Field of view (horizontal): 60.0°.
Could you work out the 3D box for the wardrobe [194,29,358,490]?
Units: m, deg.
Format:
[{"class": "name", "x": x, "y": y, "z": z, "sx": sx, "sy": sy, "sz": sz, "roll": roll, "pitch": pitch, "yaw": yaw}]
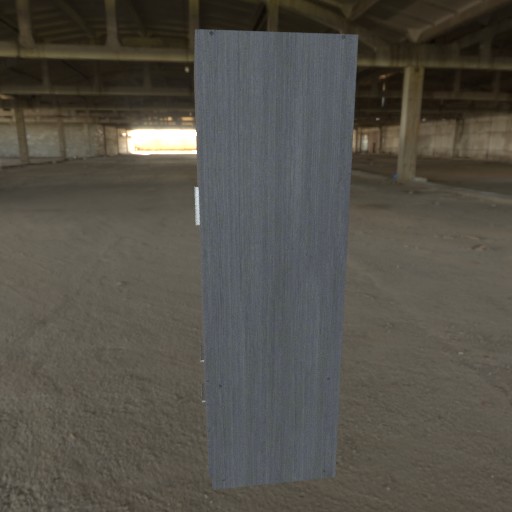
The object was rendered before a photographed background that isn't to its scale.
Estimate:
[{"class": "wardrobe", "x": 0.000, "y": 0.000, "z": 2.190, "sx": 0.577, "sy": 1.808, "sz": 0.991, "roll": -2, "pitch": 14, "yaw": -8}]
